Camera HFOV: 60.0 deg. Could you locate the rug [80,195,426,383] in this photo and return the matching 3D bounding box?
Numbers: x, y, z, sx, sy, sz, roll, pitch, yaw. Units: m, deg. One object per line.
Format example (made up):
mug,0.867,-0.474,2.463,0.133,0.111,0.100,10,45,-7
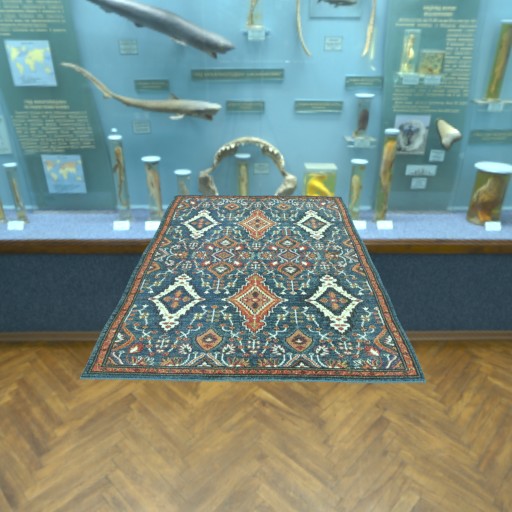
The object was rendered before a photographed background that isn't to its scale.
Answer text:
rug,0.000,0.000,2.324,1.195,0.014,1.847,0,27,1
